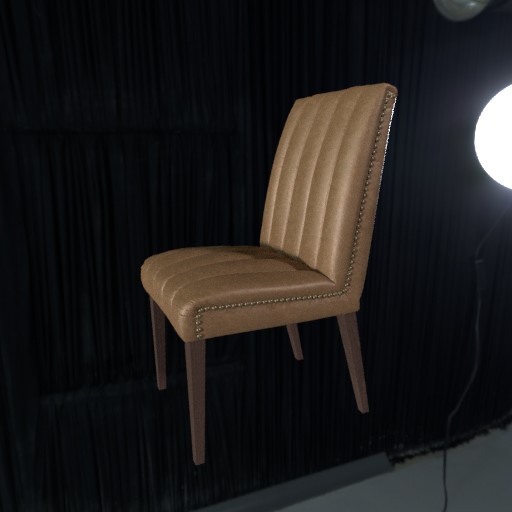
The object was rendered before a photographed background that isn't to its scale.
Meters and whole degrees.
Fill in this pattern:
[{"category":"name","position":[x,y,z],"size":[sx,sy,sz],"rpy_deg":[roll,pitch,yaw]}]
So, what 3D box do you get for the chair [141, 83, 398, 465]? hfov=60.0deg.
[{"category":"chair","position":[0.000,0.000,1.399],"size":[0.647,1.016,0.511],"rpy_deg":[-6,15,-24]}]
